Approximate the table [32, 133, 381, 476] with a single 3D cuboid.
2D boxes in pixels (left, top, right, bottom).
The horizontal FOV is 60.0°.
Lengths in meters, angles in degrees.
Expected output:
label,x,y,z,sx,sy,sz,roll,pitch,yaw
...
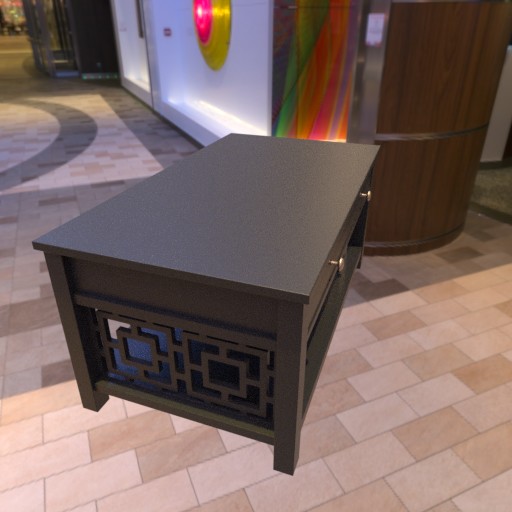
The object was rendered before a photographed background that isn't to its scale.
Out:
label,x,y,z,sx,sy,sz,roll,pitch,yaw
table,0.000,0.000,1.395,0.612,0.493,1.068,10,30,18
